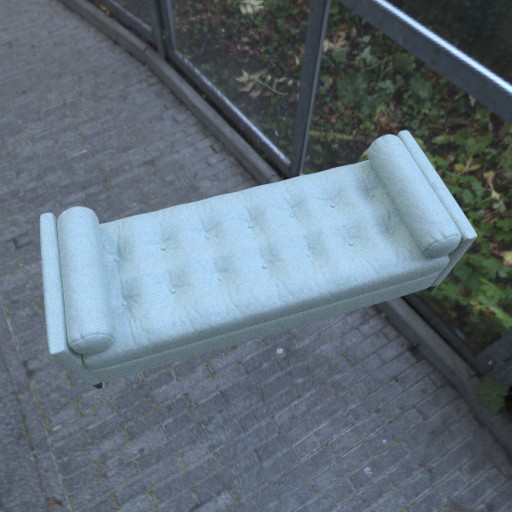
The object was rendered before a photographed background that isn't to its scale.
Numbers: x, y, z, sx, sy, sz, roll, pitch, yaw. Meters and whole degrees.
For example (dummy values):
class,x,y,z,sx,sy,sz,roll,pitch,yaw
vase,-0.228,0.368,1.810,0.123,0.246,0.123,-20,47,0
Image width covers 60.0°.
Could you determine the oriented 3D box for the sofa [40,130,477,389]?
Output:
class,x,y,z,sx,sy,sz,roll,pitch,yaw
sofa,0.000,0.000,2.476,2.102,0.705,0.796,-15,61,-8
